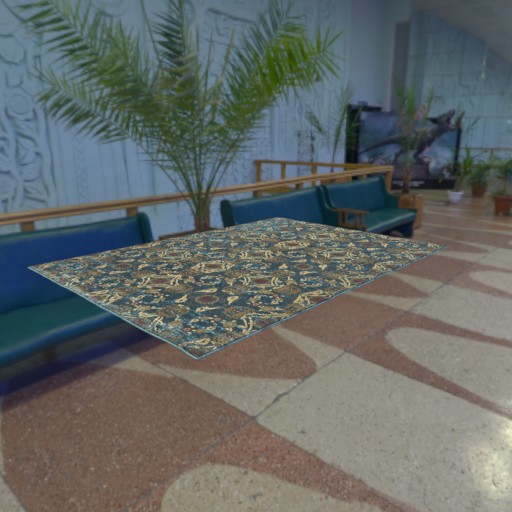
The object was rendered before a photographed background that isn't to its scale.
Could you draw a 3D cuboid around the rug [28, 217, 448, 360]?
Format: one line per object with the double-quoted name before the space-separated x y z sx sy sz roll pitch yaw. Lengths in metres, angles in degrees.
"rug" 0.000 0.000 2.820 1.567 0.014 2.207 14 21 42
